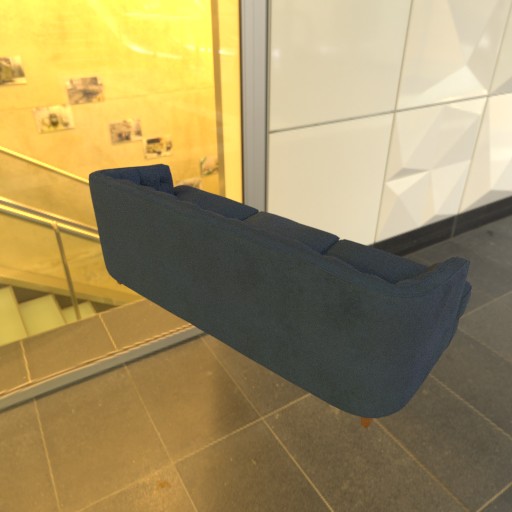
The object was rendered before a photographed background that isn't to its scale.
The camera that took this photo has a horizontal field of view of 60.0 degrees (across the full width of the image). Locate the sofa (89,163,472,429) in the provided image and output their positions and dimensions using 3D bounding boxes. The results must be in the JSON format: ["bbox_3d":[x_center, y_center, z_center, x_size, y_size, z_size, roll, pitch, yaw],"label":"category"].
[{"bbox_3d":[0.000,0.000,2.689,2.278,0.855,0.941,22,37,33],"label":"sofa"}]
